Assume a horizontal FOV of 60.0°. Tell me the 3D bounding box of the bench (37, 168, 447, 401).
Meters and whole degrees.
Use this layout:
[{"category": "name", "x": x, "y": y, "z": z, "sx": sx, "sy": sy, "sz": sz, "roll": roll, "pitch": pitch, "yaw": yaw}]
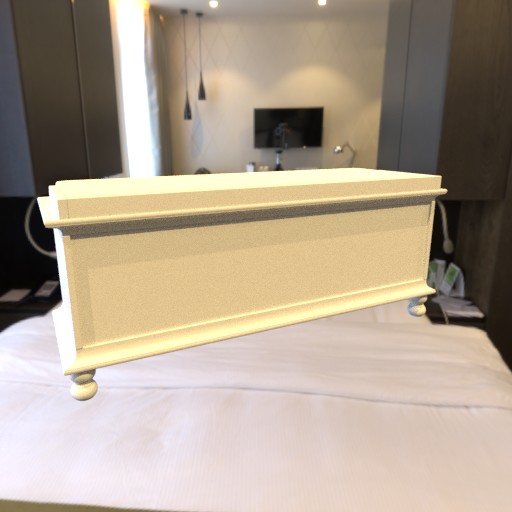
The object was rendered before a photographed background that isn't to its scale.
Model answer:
[{"category": "bench", "x": 0.000, "y": 0.000, "z": 1.395, "sx": 1.185, "sy": 0.486, "sz": 0.402, "roll": -8, "pitch": 17, "yaw": -26}]
